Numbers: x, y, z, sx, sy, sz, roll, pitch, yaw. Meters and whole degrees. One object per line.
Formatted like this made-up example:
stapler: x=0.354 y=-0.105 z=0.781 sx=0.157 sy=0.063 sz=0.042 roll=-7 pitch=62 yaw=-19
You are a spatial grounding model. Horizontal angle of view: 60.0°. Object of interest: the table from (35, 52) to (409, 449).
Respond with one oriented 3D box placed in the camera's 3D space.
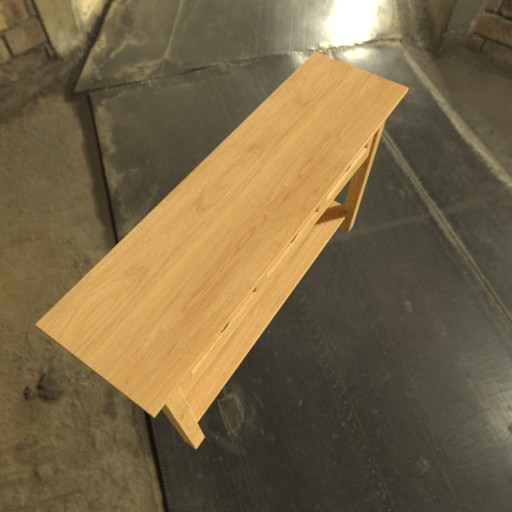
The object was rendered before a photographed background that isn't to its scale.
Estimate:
table: x=0.000 y=0.000 z=1.517 sx=0.350 sy=0.730 sz=1.240 roll=30 pitch=62 yaw=18
